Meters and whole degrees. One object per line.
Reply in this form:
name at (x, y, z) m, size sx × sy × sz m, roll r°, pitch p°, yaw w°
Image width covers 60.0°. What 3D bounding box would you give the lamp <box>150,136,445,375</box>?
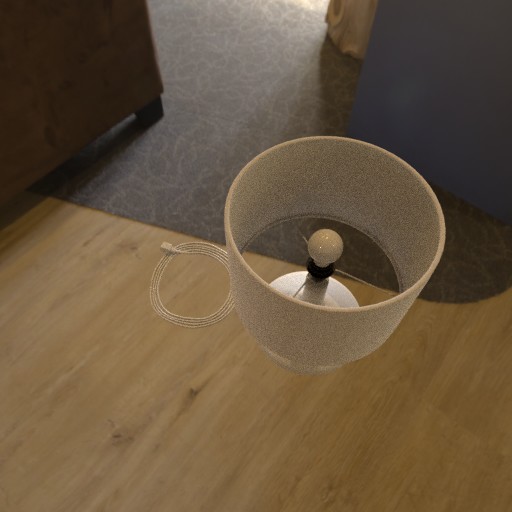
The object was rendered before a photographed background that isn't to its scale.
lamp at (0.000, 0.000, 0.848) m, size 0.401 × 0.457 × 0.546 m, roll -30°, pitch 63°, yaw -18°
